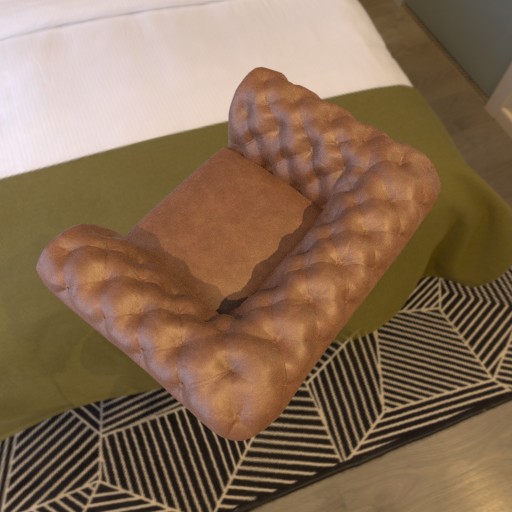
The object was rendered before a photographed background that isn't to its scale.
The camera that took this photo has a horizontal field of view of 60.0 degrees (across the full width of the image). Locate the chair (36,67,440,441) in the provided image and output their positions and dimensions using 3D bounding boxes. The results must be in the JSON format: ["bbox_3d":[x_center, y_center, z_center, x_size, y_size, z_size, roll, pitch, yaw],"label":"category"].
[{"bbox_3d":[0.000,0.000,1.861,0.954,0.784,1.298,36,68,17],"label":"chair"}]
